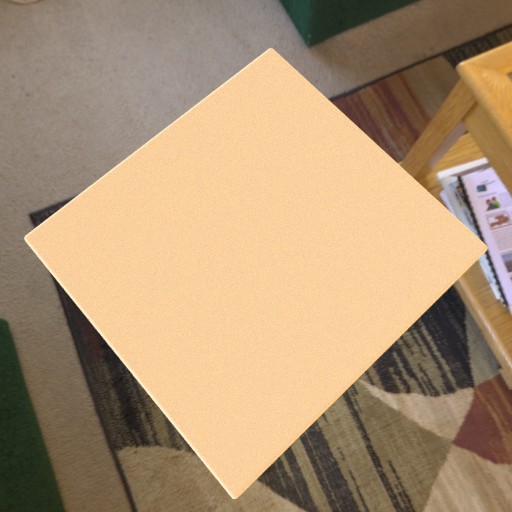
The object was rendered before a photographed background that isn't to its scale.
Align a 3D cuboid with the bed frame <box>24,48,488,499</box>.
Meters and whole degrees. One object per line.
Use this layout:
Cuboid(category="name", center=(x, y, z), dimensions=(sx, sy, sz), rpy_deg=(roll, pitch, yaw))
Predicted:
Cuboid(category="bed frame", center=(0.000, 0.000, 2.999), dimensions=(2.079, 0.659, 1.963), rpy_deg=(-41, 79, -10))
